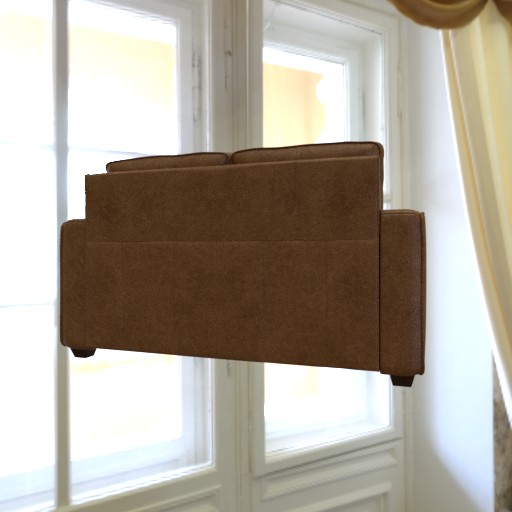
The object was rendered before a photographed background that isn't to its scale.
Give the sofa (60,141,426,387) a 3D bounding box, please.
[{"bbox_3d":[0.000,0.000,2.159,1.532,0.896,1.020,0,1,18],"label":"sofa"}]
